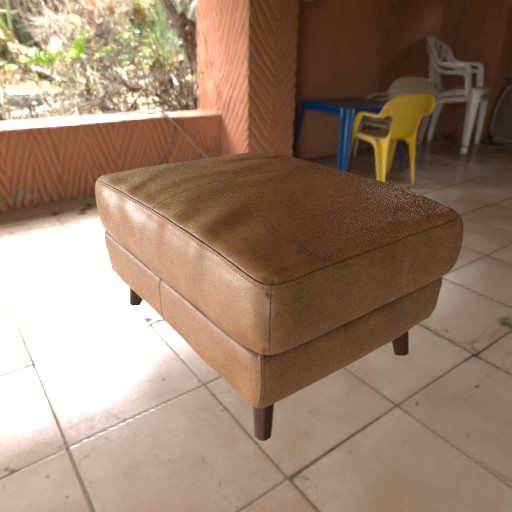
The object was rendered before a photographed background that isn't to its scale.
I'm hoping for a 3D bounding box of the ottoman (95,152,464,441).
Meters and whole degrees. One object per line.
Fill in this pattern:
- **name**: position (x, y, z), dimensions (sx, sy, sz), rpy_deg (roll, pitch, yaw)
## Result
- **ottoman**: position (0.000, 0.000, 1.226), dimensions (0.630, 0.461, 0.869), rpy_deg (-18, 30, -33)
